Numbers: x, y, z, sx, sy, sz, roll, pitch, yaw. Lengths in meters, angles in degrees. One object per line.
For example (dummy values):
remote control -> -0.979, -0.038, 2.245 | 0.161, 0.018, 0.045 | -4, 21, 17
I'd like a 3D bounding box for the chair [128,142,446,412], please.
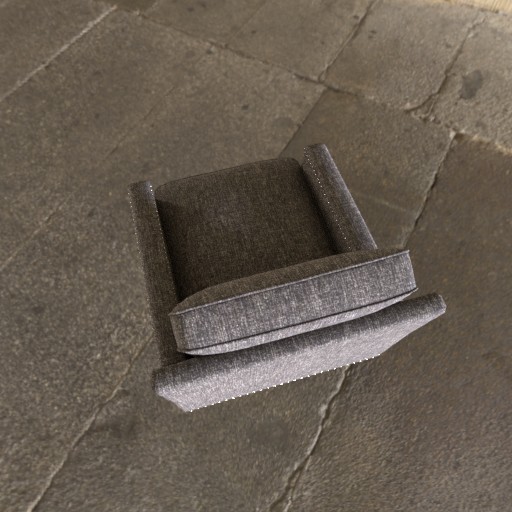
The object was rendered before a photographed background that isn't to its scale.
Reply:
chair -> 0.000, 0.000, 1.724 | 0.853, 0.943, 1.014 | -14, 60, -8
